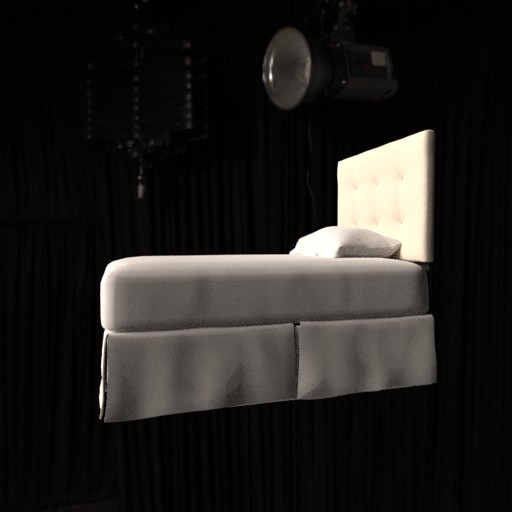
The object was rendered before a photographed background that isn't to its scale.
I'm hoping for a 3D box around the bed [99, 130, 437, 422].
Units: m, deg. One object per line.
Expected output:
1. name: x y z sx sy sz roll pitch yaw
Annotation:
1. bed: 0.000 0.000 2.990 1.997 1.571 1.261 -1 2 -17
